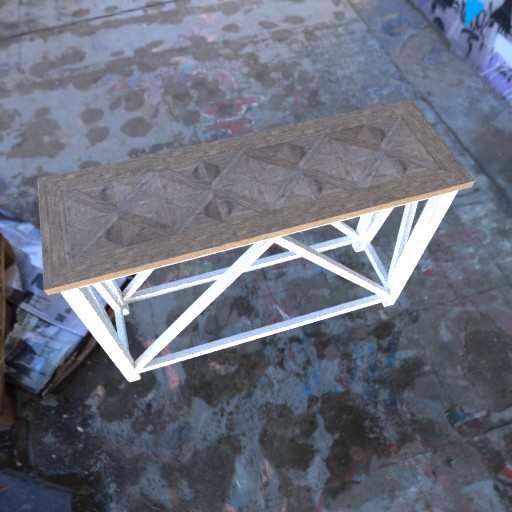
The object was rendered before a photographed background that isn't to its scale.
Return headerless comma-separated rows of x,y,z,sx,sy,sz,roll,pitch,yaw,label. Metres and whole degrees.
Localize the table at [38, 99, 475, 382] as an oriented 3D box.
0.000,0.000,1.877,1.400,0.930,0.450,-15,58,-9,table
